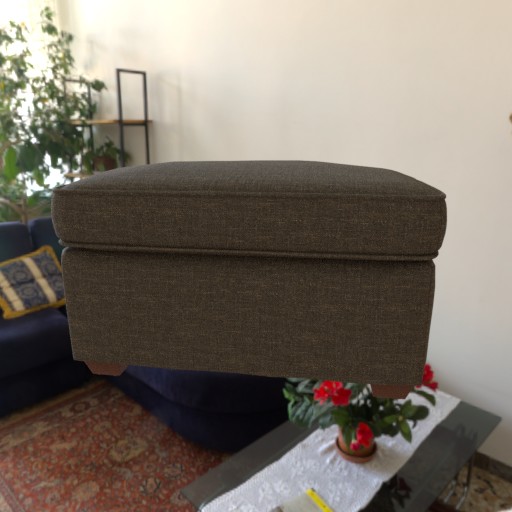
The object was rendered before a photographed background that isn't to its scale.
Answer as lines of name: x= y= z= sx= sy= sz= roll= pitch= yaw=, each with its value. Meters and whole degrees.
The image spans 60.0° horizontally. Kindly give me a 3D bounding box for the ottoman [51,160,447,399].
ottoman: x=0.000 y=0.000 z=1.076 sx=0.749 sy=0.450 sz=0.549 roll=2 pitch=15 yaw=8
